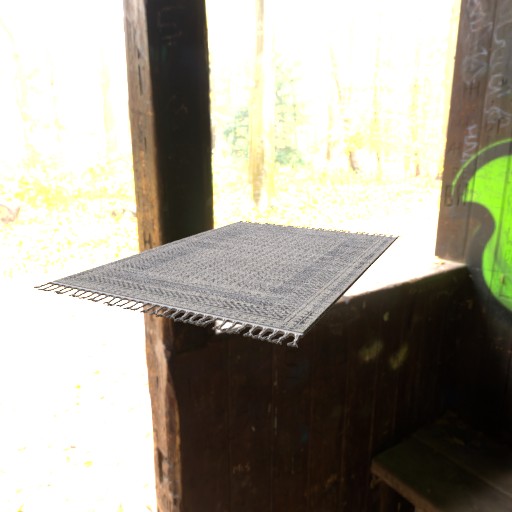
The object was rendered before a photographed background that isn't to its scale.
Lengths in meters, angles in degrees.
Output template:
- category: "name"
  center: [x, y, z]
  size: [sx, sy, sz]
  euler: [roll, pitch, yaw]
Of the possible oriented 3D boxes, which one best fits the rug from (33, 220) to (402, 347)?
- category: "rug"
  center: [0.000, 0.000, 2.439]
  size: [1.243, 0.013, 1.872]
  euler: [8, 17, 26]
